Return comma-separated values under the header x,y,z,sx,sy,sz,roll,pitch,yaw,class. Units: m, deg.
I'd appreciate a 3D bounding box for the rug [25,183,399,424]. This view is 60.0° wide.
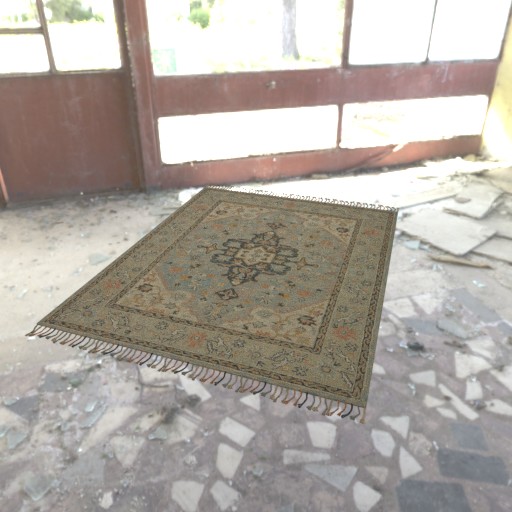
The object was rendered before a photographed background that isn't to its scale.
x,y,z,sx,sy,sz,roll,pitch,yaw,class
0.000,0.000,3.397,1.971,0.010,2.651,10,31,16,rug
